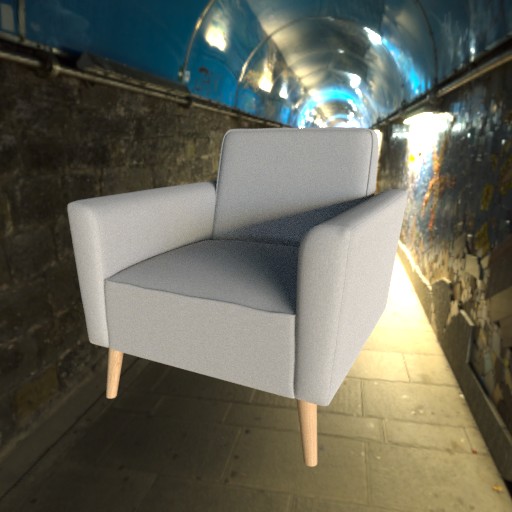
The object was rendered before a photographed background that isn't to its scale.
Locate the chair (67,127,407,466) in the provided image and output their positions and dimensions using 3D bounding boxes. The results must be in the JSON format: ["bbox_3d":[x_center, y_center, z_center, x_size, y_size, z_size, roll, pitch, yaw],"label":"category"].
[{"bbox_3d":[0.000,0.000,1.375,0.780,0.780,0.750,7,16,26],"label":"chair"}]
